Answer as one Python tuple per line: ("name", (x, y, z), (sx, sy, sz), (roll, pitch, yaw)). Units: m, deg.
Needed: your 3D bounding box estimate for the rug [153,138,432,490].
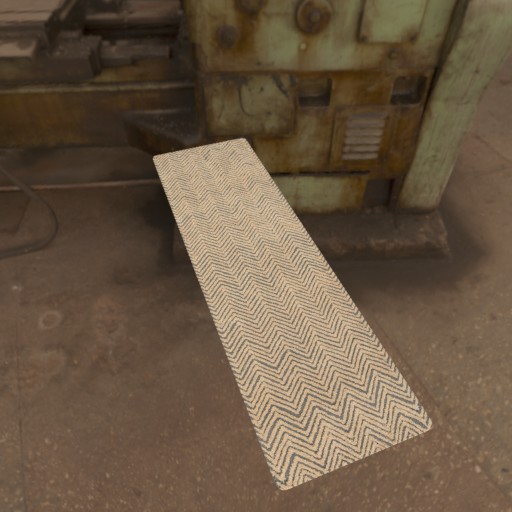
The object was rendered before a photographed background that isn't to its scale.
("rug", (0.000, 0.000, 2.438), (0.686, 0.008, 2.286), (-15, 49, -14))
